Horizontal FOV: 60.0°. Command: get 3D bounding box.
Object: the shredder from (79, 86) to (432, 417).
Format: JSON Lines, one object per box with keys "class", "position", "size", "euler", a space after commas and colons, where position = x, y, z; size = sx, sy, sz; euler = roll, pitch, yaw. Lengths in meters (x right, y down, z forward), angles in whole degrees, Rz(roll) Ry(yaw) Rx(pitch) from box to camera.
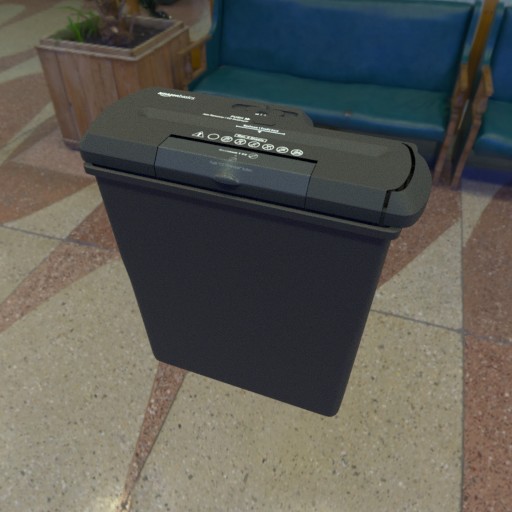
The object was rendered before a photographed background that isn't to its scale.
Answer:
{"class": "shredder", "position": [0.000, 0.000, 0.515], "size": [0.320, 0.335, 0.170], "euler": [14, 44, 15]}
